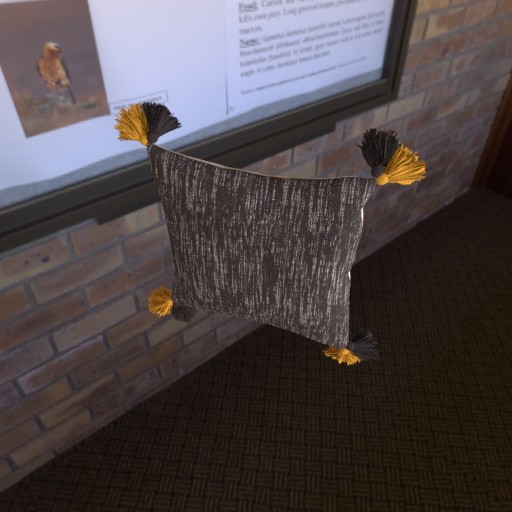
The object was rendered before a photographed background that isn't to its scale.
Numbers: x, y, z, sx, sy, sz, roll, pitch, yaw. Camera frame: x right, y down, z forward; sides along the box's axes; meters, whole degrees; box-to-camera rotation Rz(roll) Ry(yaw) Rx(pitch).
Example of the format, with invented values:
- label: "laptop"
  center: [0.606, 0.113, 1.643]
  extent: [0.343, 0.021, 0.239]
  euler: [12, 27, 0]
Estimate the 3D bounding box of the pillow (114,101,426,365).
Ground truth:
- label: "pillow"
  center: [0.000, 0.000, 1.014]
  extent: [0.654, 0.659, 0.139]
  euler: [12, 42, 14]
